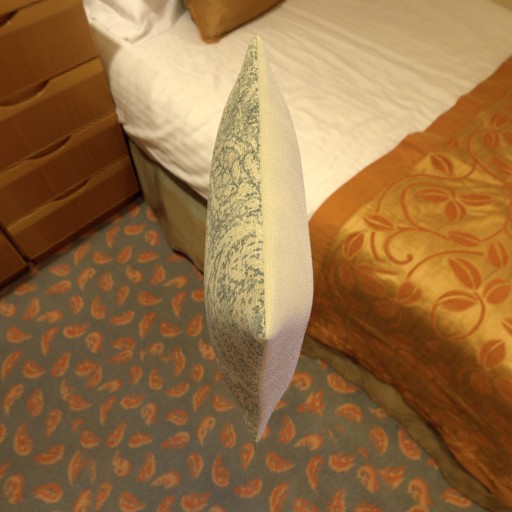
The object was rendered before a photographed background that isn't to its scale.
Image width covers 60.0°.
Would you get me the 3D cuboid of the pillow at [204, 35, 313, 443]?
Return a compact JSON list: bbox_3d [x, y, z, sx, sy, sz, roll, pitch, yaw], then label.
[{"bbox_3d":[0.000,0.000,0.774,0.166,0.510,0.523,-1,56,-1],"label":"pillow"}]
